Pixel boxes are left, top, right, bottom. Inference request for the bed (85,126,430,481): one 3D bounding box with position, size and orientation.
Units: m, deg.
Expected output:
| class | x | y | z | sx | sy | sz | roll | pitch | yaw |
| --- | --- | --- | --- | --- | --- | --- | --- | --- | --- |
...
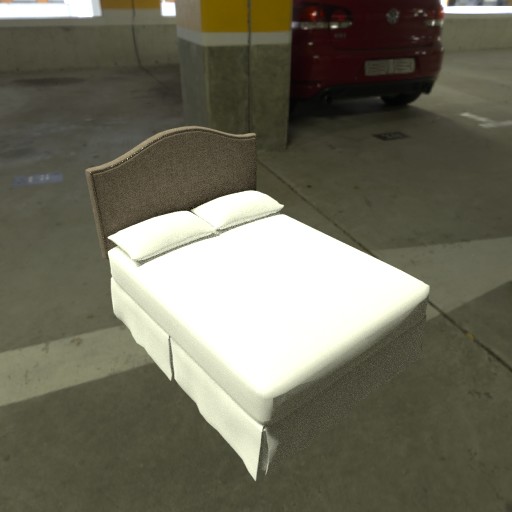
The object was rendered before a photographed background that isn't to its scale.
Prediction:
| class | x | y | z | sx | sy | sz | roll | pitch | yaw |
| --- | --- | --- | --- | --- | --- | --- | --- | --- | --- |
| bed | 0.000 | 0.000 | 3.355 | 1.713 | 1.518 | 2.153 | -23 | 37 | -33 |
